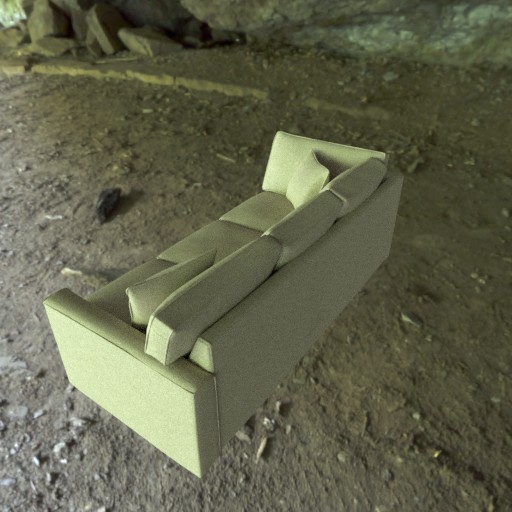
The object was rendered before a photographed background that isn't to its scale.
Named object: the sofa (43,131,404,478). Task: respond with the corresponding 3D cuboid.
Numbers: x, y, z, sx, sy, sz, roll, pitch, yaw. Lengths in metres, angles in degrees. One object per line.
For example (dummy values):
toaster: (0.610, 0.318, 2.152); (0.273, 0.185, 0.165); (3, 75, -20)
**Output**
sofa: (0.000, 0.000, 2.836); (1.053, 0.948, 2.323); (21, 38, 29)
